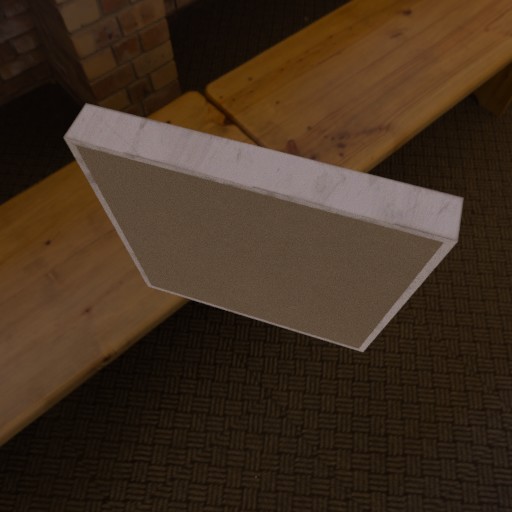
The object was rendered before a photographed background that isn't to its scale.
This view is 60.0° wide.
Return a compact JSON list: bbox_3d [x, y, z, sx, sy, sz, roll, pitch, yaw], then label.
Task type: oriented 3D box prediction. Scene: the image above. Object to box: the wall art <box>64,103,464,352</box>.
[{"bbox_3d":[0.000,0.000,0.470,0.305,0.303,0.038,16,65,8],"label":"wall art"}]
